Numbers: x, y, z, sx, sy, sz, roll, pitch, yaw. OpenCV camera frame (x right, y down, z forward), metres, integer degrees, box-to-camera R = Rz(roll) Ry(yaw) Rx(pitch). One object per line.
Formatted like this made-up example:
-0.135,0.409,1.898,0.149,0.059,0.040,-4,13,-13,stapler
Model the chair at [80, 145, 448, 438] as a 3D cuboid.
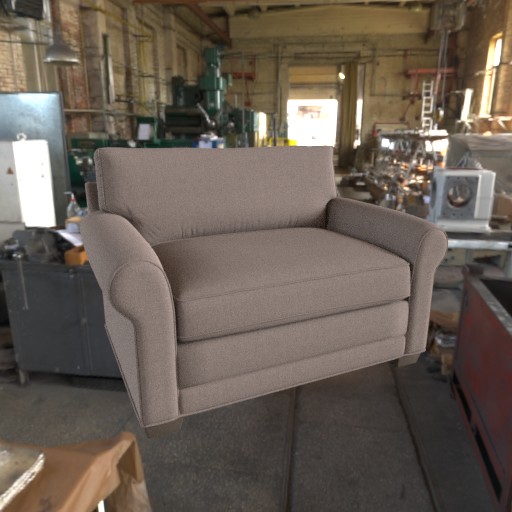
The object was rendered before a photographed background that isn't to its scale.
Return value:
0.000,0.000,1.957,1.390,0.930,0.930,-7,17,-25,chair
